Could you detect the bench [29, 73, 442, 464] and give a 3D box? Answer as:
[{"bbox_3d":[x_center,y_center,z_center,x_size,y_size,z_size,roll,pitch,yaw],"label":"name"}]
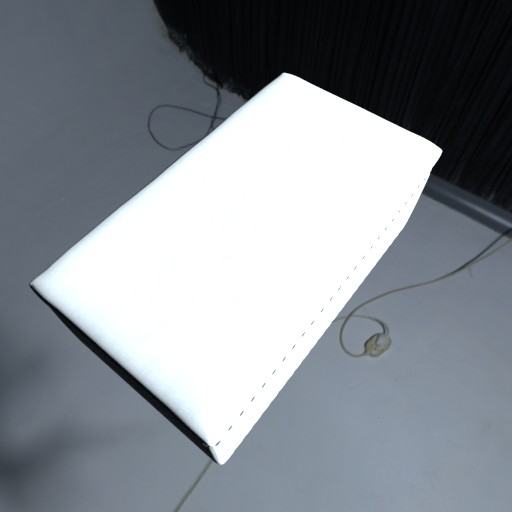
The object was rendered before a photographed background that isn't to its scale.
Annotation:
[{"bbox_3d":[0.000,0.000,1.173,0.500,0.449,0.887,34,64,19],"label":"bench"}]
